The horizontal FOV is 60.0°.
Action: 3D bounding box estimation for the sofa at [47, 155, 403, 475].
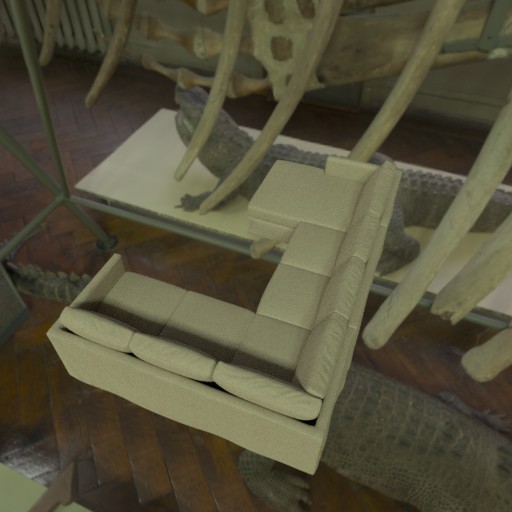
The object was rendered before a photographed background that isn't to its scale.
[{"bbox_3d":[0.000,0.000,4.695,2.476,0.878,3.528,16,49,15],"label":"sofa"}]
